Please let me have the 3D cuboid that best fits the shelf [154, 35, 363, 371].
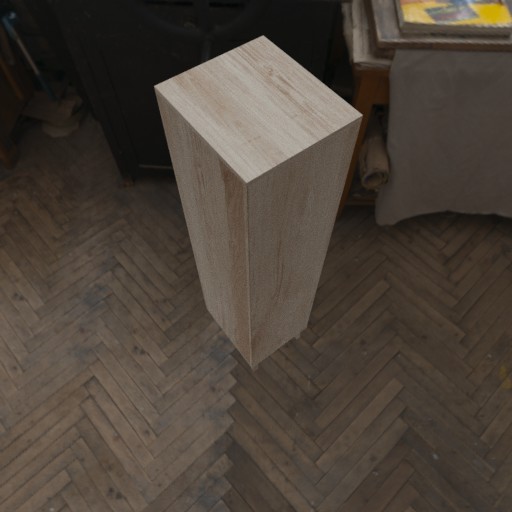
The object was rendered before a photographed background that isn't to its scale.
[{"bbox_3d":[0.000,0.000,2.257,0.450,1.960,0.510,-33,65,-18],"label":"shelf"}]
